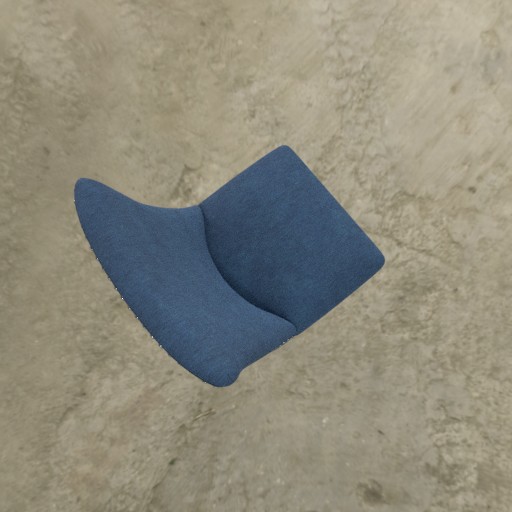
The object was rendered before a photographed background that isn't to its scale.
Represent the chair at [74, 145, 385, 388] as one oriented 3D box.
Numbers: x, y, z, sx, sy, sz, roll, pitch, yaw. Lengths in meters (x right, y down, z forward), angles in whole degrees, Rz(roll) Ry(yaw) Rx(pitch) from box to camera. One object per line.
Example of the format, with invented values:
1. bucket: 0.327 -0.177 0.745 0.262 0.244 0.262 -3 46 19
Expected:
1. chair: 0.000 0.000 1.253 0.610 0.902 0.495 -37 79 -9
